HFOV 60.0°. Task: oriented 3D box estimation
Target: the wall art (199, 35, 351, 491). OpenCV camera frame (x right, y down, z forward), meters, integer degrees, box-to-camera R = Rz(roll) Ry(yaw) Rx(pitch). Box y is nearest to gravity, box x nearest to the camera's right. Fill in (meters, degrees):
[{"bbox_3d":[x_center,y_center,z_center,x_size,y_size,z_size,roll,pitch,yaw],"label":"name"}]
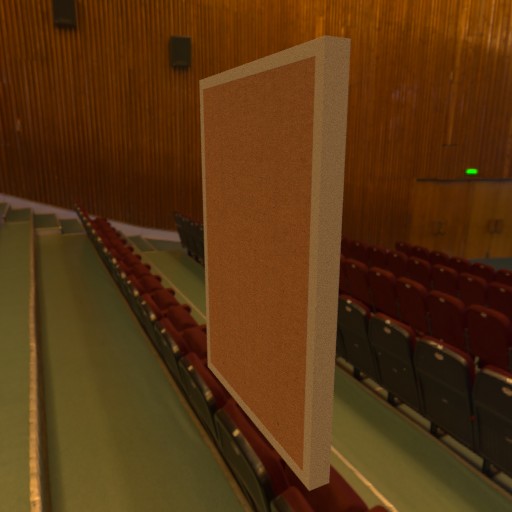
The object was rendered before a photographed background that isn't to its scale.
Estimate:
[{"bbox_3d":[0.000,0.000,0.534,0.025,0.428,0.293,-7,16,-26],"label":"wall art"}]
